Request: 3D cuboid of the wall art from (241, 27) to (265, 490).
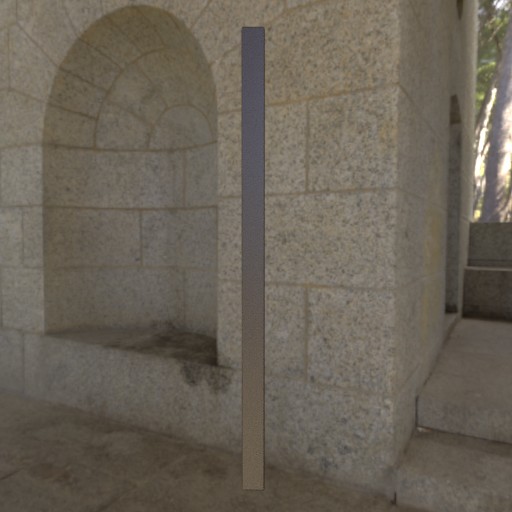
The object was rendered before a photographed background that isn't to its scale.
[{"bbox_3d":[0.000,0.000,0.752,0.028,0.551,0.451,0,2,1],"label":"wall art"}]
